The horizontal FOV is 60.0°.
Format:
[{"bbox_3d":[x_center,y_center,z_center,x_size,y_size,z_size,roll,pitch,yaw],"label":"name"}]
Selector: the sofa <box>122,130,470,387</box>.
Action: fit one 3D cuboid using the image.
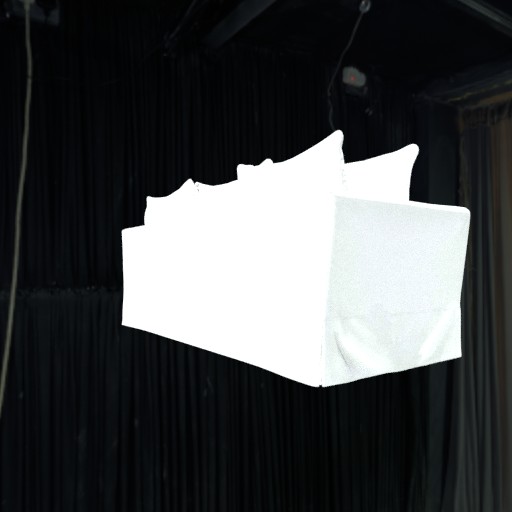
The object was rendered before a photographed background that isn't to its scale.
[{"bbox_3d":[0.000,0.000,2.829,1.031,1.034,2.290,1,-1,-36],"label":"sofa"}]
